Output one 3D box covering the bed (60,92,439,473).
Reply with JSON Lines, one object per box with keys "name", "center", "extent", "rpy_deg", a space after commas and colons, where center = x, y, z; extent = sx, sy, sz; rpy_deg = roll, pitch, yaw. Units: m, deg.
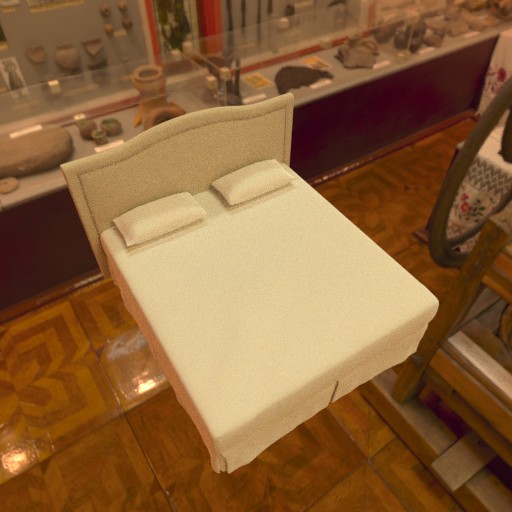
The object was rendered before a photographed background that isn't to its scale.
{"name": "bed", "center": [0.000, 0.000, 3.474], "extent": [2.083, 1.421, 2.182], "rpy_deg": [-25, 52, -21]}
